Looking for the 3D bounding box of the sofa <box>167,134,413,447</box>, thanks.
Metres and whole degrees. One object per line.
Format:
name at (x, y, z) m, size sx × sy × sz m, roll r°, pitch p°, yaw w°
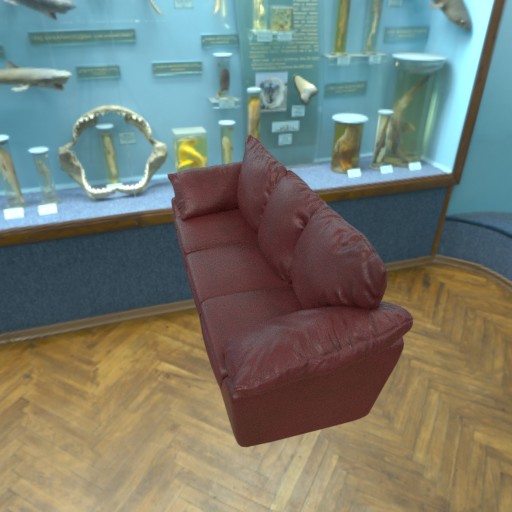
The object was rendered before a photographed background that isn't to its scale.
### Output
sofa at (0.000, 0.000, 2.949) m, size 0.907 × 1.091 × 2.390 m, roll -9°, pitch 33°, yaw -14°
